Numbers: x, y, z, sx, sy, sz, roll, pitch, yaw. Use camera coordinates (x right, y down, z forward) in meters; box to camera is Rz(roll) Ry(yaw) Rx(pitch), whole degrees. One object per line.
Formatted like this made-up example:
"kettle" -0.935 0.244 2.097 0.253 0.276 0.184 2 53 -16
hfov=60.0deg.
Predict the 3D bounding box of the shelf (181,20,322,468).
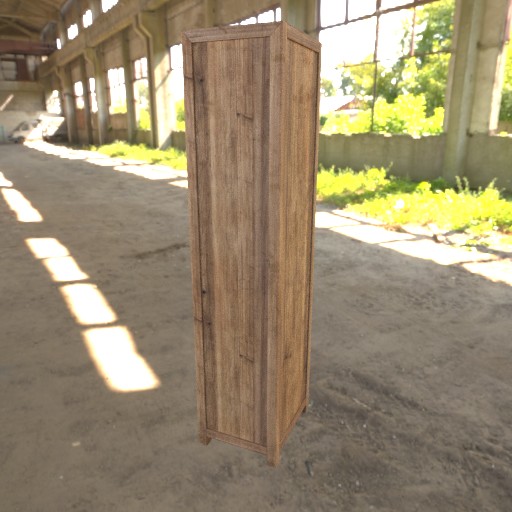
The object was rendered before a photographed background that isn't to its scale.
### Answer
"shelf" 0.000 0.000 2.115 0.428 1.900 0.500 7 18 23
